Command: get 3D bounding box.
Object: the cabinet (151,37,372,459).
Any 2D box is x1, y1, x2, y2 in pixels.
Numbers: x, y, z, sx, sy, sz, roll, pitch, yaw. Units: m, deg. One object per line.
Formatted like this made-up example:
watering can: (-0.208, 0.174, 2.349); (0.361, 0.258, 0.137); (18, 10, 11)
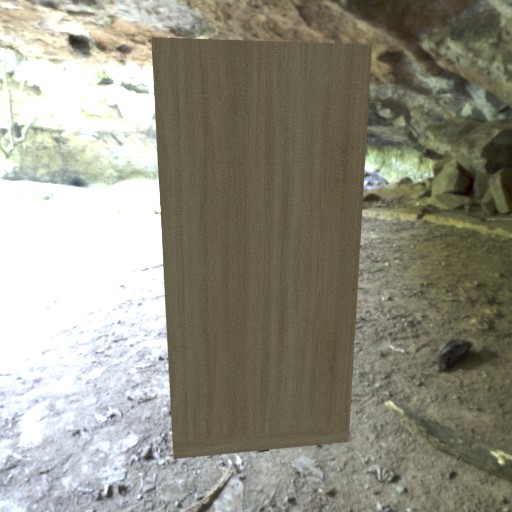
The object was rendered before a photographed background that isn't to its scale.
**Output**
cabinet: (0.000, 0.000, 2.515); (1.001, 2.121, 0.590); (-2, 14, -8)
